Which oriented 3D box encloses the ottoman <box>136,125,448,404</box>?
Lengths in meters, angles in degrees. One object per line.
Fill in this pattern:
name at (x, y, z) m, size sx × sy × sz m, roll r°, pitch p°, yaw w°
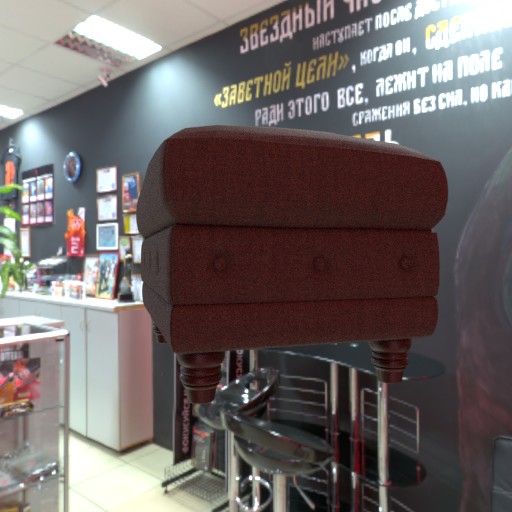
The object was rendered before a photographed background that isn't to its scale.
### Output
ottoman at (0.000, 0.000, 1.199) m, size 0.599 × 0.555 × 0.809 m, roll 0°, pitch 0°, yaw -18°
